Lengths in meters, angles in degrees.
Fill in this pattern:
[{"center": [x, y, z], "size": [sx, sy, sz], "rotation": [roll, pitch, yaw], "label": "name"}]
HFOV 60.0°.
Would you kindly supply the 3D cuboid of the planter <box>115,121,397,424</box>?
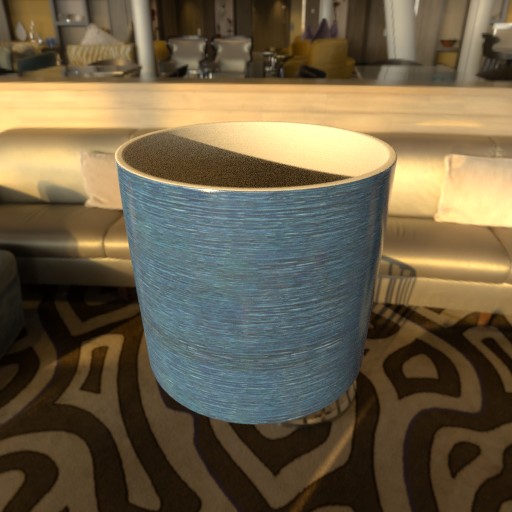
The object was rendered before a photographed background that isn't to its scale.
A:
[{"center": [0.000, 0.000, 0.407], "size": [0.221, 0.201, 0.221], "rotation": [0, 27, 0], "label": "planter"}]
